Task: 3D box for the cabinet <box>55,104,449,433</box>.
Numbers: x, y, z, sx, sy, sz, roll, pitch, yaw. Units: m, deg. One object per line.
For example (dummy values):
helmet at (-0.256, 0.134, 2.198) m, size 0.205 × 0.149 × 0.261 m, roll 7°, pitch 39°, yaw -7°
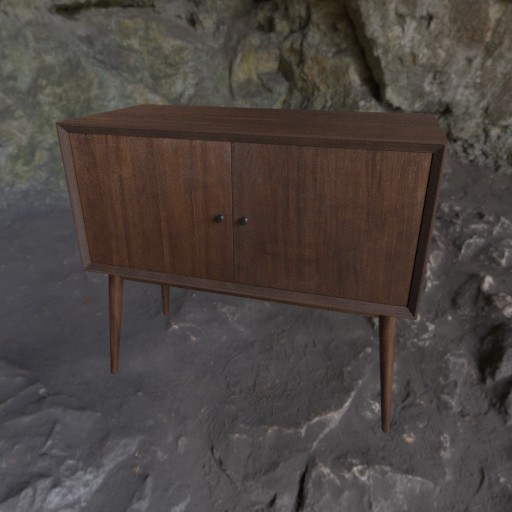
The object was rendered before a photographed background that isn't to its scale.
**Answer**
cabinet at (0.000, 0.000, 1.091) m, size 0.743 × 0.654 × 0.354 m, roll 7°, pitch 26°, yaw 15°
